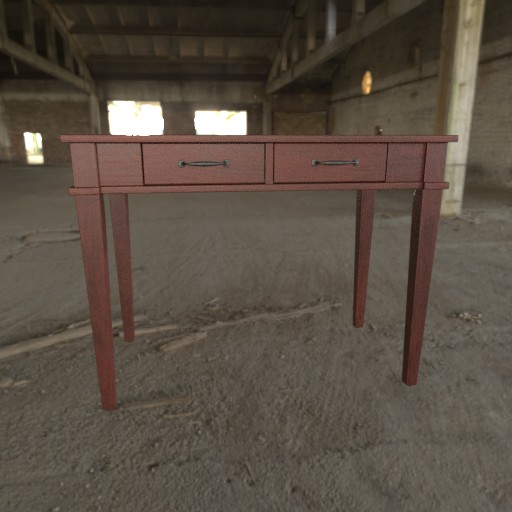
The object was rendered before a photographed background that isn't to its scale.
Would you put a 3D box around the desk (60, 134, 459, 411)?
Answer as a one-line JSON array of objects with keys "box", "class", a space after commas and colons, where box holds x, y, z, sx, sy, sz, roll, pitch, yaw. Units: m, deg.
[{"box": [0.000, 0.000, 1.456, 1.001, 0.762, 0.549, -2, 15, -8], "class": "desk"}]
